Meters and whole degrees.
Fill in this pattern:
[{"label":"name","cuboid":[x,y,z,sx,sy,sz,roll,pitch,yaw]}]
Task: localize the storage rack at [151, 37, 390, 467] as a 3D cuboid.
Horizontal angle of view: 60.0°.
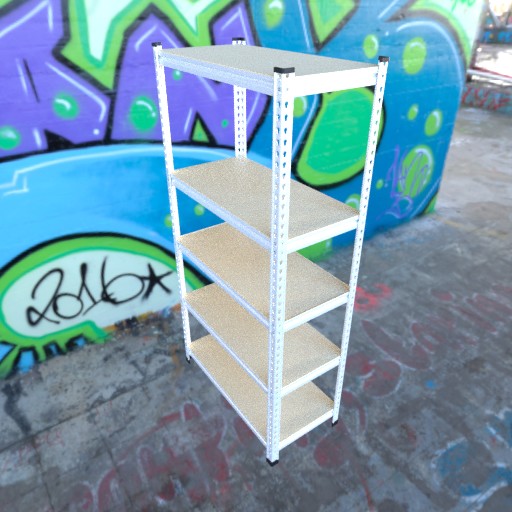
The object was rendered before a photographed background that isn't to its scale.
[{"label":"storage rack","cuboid":[0.000,0.000,2.150,0.457,1.829,0.914,-20,36,-30]}]
